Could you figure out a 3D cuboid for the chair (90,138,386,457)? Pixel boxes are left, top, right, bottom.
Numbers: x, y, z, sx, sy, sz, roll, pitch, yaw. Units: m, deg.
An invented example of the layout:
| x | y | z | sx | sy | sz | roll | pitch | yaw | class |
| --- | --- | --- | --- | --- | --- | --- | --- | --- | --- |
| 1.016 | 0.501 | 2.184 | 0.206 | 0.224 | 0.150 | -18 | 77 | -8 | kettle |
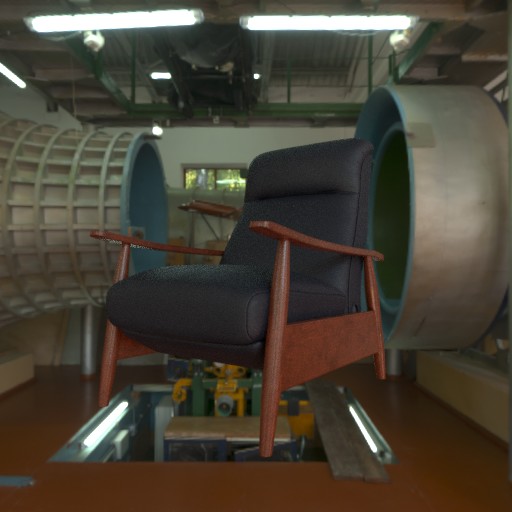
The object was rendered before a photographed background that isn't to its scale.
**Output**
| x | y | z | sx | sy | sz | roll | pitch | yaw | class |
| --- | --- | --- | --- | --- | --- | --- | --- | --- | --- |
| 0.000 | 0.000 | 1.783 | 0.762 | 1.082 | 1.014 | 0 | -1 | 35 | chair |
